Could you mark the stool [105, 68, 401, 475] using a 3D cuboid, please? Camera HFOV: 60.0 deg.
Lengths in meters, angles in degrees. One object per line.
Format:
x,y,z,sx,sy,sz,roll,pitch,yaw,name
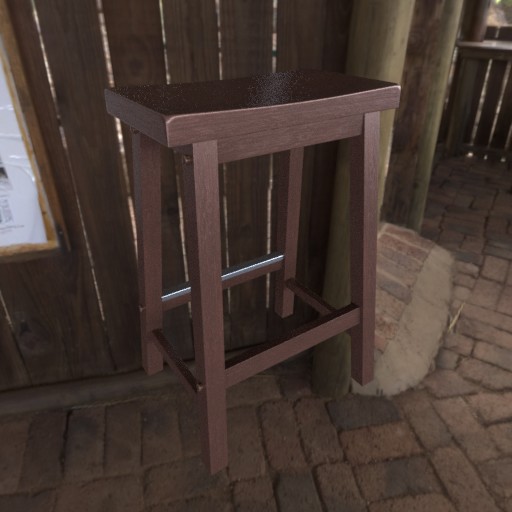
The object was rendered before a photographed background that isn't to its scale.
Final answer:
0.000,0.000,0.839,0.406,0.610,0.322,-19,35,-29,stool
